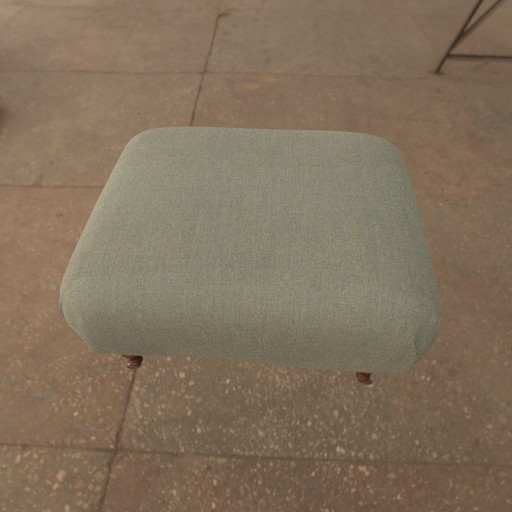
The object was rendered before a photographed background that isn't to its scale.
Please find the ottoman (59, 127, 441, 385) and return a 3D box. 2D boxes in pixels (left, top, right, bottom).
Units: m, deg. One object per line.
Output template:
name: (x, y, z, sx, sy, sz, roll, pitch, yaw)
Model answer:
ottoman: (0.000, 0.000, 1.106, 0.747, 0.450, 0.622, 3, 47, 3)
